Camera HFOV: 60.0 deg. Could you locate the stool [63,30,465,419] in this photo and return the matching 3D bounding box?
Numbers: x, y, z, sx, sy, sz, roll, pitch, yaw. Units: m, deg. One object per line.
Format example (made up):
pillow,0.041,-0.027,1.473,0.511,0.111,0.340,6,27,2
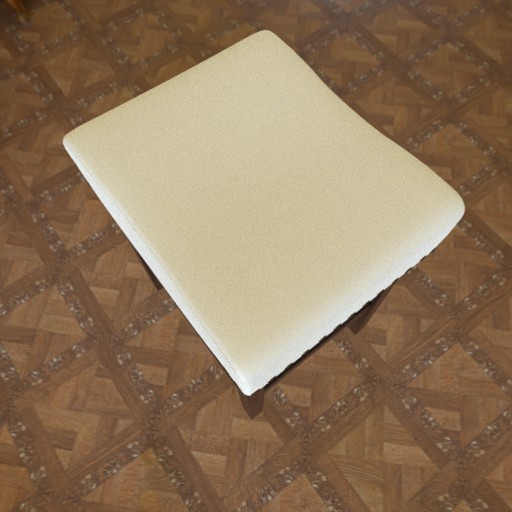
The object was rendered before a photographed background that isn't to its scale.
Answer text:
stool,0.000,0.000,0.905,0.401,0.609,0.471,-35,69,-15
